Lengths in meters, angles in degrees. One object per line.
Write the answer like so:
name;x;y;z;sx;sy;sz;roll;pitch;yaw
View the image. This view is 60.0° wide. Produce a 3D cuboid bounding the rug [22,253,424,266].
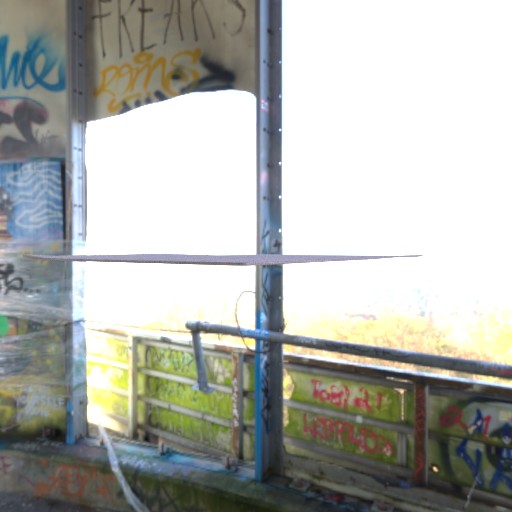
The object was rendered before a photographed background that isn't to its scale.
rug;0.000;0.000;2.321;1.230;0.025;1.837;1;1;36
